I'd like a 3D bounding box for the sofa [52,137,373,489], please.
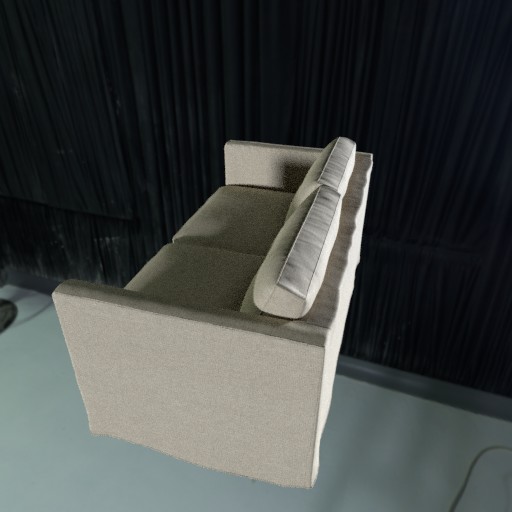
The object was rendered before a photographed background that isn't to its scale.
[{"bbox_3d":[0.000,0.000,2.197,0.956,0.828,1.766,9,33,14],"label":"sofa"}]
